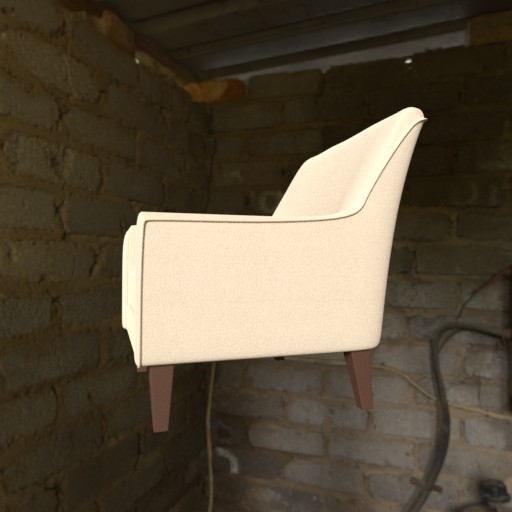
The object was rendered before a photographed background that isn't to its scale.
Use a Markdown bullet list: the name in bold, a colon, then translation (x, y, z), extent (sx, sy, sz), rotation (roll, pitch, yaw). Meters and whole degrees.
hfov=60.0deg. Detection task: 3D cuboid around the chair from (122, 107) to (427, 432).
- **chair**: translation (0.000, 0.000, 1.598), extent (0.899, 0.919, 0.780), rotation (0, -1, -19)
